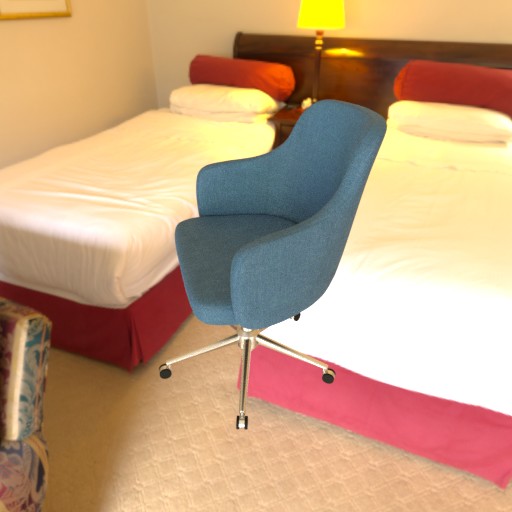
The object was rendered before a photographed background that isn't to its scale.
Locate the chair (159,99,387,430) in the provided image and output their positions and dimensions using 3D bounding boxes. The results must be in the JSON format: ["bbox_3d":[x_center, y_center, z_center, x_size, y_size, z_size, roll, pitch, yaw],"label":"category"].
[{"bbox_3d":[0.000,0.000,1.324,0.655,0.820,0.599,-8,32,-13],"label":"chair"}]
